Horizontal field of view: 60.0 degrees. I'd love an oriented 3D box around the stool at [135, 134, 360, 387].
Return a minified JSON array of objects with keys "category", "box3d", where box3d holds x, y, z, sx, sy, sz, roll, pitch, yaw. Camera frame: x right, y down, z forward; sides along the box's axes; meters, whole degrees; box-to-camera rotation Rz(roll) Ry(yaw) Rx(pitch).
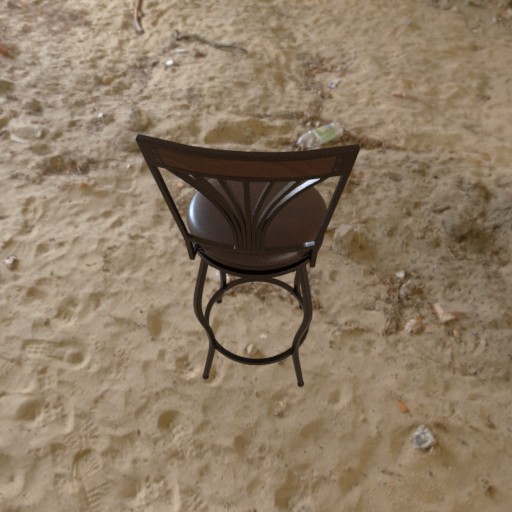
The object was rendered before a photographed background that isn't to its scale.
[{"category":"stool","box3d":[0.000,0.000,1.409,0.433,1.117,0.514,4,47,3]}]
